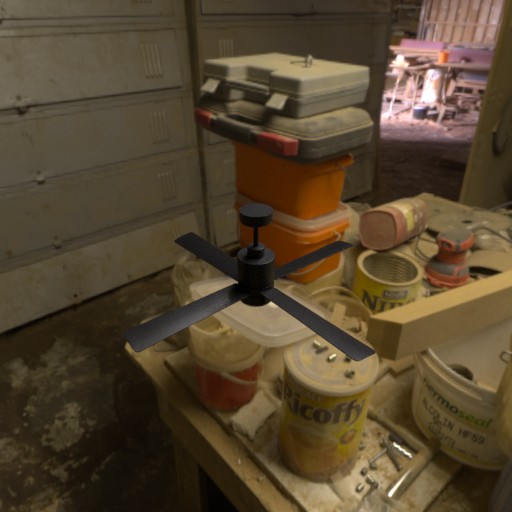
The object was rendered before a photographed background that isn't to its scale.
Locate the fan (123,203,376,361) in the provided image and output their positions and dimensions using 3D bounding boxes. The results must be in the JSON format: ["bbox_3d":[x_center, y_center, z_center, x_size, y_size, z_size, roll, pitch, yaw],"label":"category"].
[{"bbox_3d":[0.000,0.000,2.364,1.525,0.534,1.525,-22,36,-34],"label":"fan"}]
